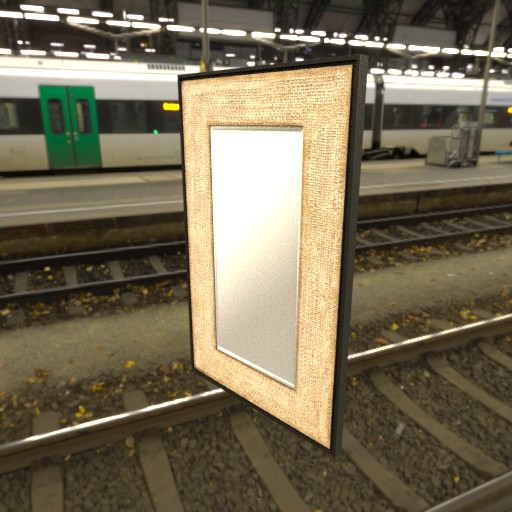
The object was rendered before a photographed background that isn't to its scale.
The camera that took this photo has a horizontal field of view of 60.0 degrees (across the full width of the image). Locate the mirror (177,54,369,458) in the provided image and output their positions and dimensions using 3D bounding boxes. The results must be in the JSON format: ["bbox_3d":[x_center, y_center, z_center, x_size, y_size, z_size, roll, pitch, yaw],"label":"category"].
[{"bbox_3d":[0.000,0.000,1.545,0.762,1.219,0.038,16,23,42],"label":"mirror"}]
